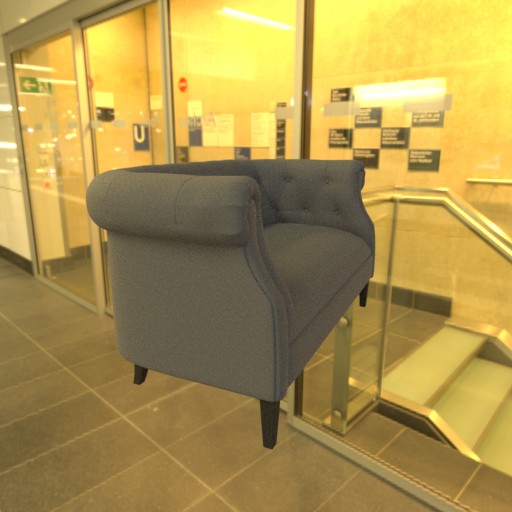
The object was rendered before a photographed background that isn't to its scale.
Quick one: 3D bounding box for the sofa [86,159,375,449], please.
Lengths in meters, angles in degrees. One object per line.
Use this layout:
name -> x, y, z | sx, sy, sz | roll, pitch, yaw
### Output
sofa -> 0.000, 0.000, 2.015 | 0.835, 0.827, 1.558 | 7, 16, 24
